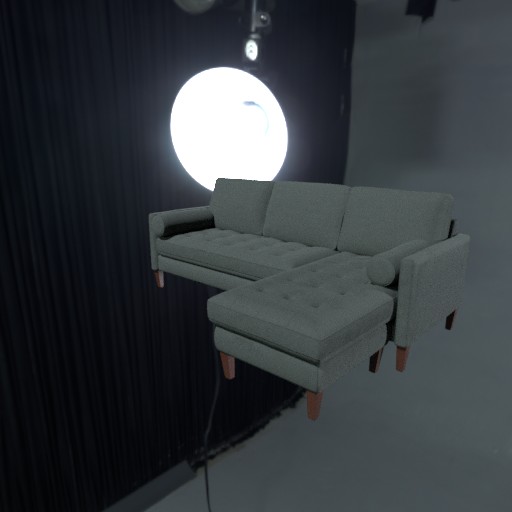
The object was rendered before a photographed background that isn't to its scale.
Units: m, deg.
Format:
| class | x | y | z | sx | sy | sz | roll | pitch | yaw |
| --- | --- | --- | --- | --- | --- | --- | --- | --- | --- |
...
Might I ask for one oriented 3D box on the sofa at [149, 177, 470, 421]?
| class | x | y | z | sx | sy | sz | roll | pitch | yaw |
| --- | --- | --- | --- | --- | --- | --- | --- | --- | --- |
| sofa | 0.000 | 0.000 | 2.893 | 2.178 | 0.876 | 1.506 | 13 | 19 | 40 |
